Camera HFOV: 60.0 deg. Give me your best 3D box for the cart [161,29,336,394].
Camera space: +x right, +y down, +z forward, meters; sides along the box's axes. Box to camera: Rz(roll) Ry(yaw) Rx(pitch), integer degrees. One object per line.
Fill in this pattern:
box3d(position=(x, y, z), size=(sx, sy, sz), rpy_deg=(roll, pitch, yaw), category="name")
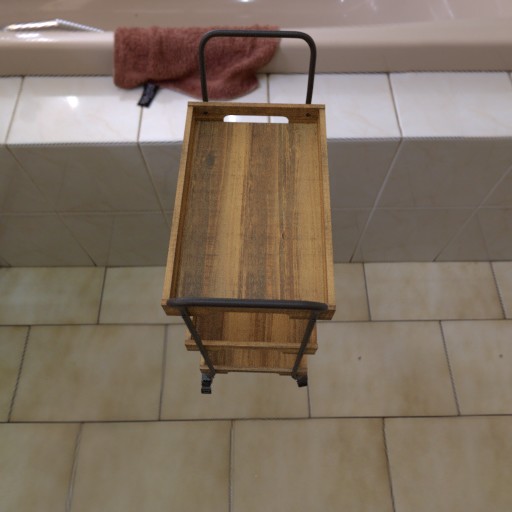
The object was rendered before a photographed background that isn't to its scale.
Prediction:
box3d(position=(0.000, 0.000, 1.135), size=(0.339, 0.857, 0.583), rpy_deg=(2, 64, 1), category="cart")
